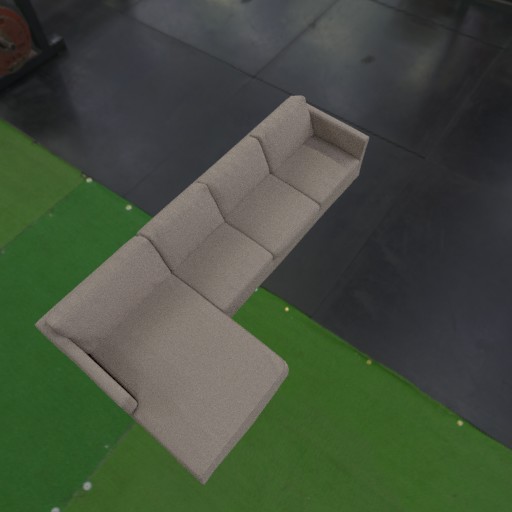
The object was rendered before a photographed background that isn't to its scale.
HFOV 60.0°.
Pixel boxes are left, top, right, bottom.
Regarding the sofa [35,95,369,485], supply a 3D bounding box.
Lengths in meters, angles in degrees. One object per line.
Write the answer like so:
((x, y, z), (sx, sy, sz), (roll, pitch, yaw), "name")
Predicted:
((0.000, 0.000, 3.816), (1.625, 0.846, 3.186), (35, 65, 19), "sofa")
